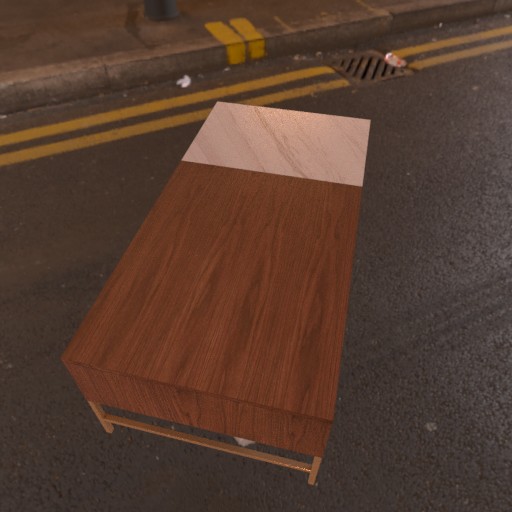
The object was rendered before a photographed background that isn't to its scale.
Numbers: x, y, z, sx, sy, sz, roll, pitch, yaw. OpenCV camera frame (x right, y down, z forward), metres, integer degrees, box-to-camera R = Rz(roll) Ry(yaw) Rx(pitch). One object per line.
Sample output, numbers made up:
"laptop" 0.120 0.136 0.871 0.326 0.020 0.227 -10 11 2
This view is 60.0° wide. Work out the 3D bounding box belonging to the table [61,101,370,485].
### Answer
"table" 0.000 0.000 1.936 0.789 0.551 1.553 10 48 9
